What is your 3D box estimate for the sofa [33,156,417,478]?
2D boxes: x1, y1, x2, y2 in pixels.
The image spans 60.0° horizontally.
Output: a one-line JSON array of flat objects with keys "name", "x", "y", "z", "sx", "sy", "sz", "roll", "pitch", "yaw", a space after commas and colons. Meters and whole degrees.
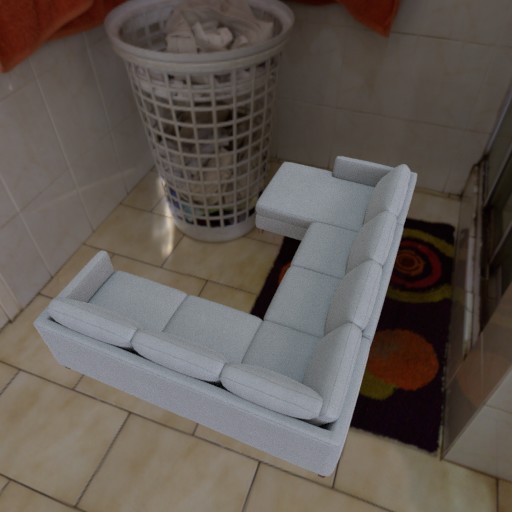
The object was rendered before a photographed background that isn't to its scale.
[{"name": "sofa", "x": 0.000, "y": 0.000, "z": 4.373, "sx": 2.551, "sy": 0.853, "sz": 3.238, "roll": 17, "pitch": 49, "yaw": 15}]
